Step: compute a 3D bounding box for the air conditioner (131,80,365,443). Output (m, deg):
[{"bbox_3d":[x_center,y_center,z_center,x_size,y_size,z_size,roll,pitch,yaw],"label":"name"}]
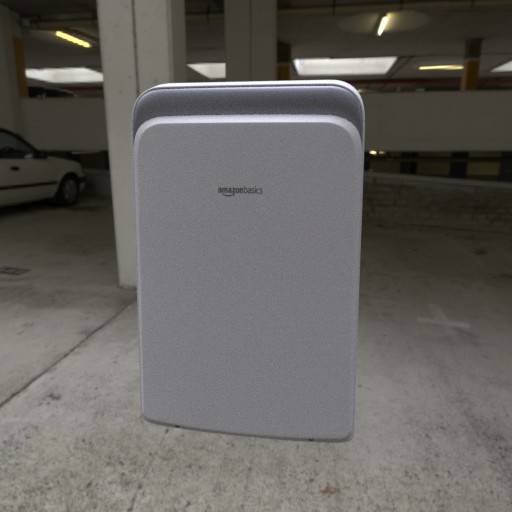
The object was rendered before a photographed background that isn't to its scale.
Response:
[{"bbox_3d":[0.000,0.000,0.947,0.454,0.700,0.365,2,14,9],"label":"air conditioner"}]
